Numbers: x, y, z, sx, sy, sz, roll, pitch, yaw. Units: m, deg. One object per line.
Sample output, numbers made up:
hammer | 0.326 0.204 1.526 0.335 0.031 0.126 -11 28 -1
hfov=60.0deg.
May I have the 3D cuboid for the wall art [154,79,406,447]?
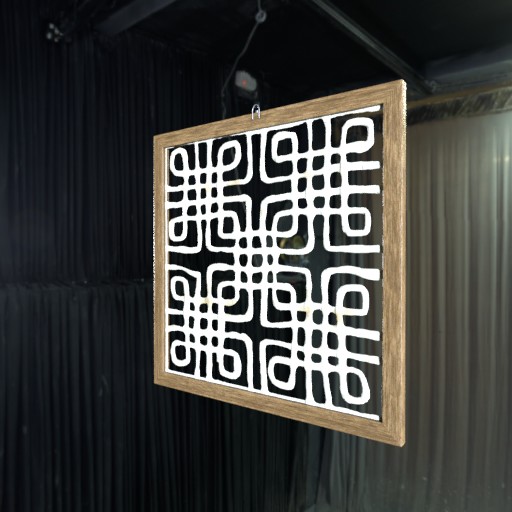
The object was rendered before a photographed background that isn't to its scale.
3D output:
wall art | 0.000 0.000 0.845 0.561 0.582 0.021 0 1 36
